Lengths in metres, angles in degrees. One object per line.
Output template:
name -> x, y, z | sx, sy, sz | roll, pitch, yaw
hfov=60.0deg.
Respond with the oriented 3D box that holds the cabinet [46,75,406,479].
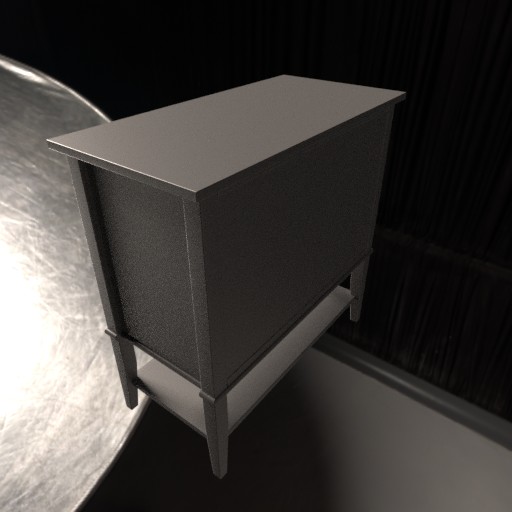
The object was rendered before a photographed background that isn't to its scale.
cabinet -> 0.000, 0.000, 1.221 | 0.396, 0.780, 0.801 | 22, 39, 31
